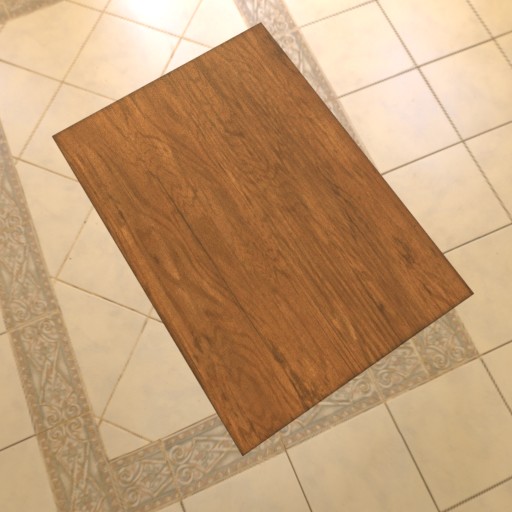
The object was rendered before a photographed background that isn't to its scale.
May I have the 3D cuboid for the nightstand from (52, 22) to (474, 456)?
[{"bbox_3d":[0.000,0.000,1.025,0.446,0.610,0.610,-32,78,-8],"label":"nightstand"}]
